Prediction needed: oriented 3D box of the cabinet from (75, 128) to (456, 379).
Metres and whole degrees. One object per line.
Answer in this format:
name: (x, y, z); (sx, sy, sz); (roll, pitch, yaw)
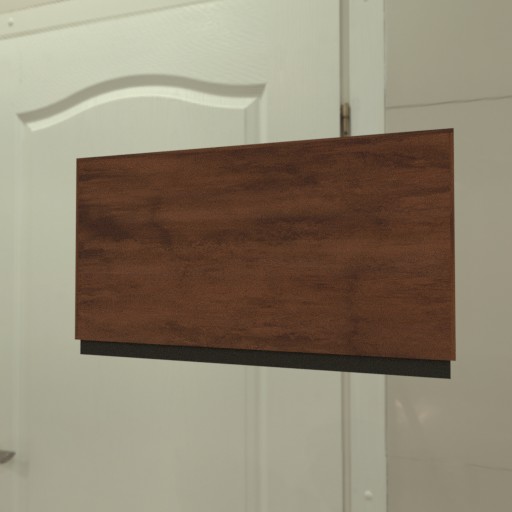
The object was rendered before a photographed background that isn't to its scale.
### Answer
cabinet: (0.000, 0.000, 2.006); (1.600, 0.900, 0.420); (0, -1, 16)
